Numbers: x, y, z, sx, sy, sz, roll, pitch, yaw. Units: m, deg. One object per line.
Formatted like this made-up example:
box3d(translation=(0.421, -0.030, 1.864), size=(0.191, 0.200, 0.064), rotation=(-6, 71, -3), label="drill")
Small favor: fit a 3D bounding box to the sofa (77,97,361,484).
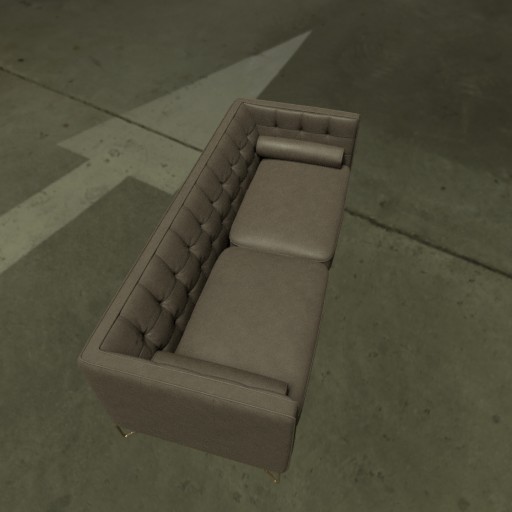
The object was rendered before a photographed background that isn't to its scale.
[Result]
box3d(translation=(0.000, 0.000, 2.518), size=(0.867, 0.789, 2.087), rotation=(11, 49, 10), label="sofa")
